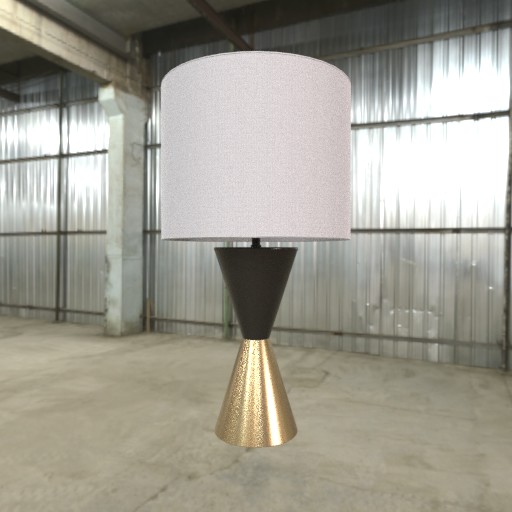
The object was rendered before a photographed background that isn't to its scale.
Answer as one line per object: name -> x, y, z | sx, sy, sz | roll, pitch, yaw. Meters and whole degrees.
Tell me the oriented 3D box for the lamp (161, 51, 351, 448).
lamp -> 0.000, 0.000, 0.729 | 0.304, 0.573, 0.304 | -1, 1, -37
